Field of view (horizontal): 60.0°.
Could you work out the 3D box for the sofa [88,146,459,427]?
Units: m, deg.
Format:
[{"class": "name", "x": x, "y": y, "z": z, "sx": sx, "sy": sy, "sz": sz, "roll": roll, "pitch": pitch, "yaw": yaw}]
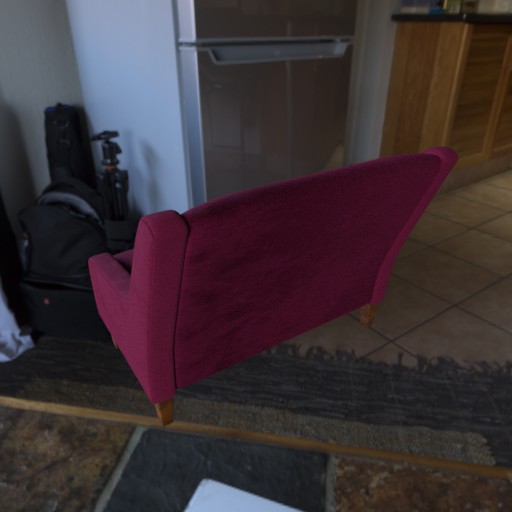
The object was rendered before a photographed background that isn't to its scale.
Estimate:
[{"class": "sofa", "x": 0.000, "y": 0.000, "z": 1.937, "sx": 1.242, "sy": 0.976, "sz": 0.946, "roll": -18, "pitch": 33, "yaw": -29}]
